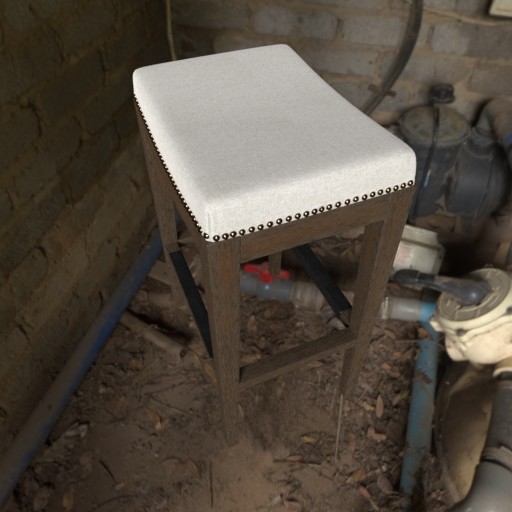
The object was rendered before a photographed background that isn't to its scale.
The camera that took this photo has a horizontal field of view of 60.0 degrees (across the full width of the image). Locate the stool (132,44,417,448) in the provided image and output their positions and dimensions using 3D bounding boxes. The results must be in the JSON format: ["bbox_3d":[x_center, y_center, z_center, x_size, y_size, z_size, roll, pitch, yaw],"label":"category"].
[{"bbox_3d":[0.000,0.000,1.030,0.358,0.759,0.498,-17,49,-16],"label":"stool"}]
